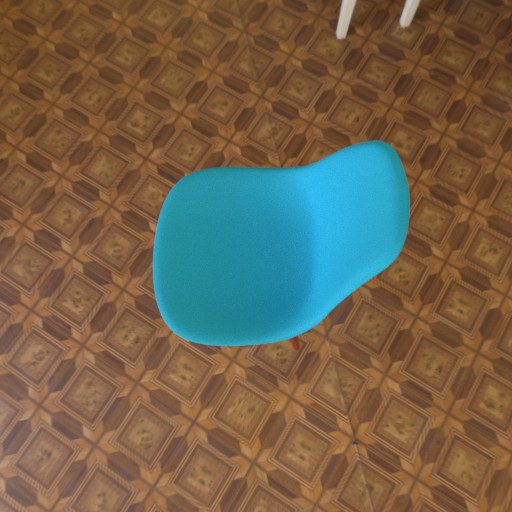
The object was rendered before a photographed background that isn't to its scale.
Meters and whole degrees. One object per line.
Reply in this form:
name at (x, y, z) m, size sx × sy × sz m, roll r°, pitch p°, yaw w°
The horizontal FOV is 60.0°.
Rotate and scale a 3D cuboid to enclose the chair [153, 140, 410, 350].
chair at (0.000, 0.000, 1.168) m, size 0.533 × 0.826 × 0.470 m, roll 0°, pitch 75°, yaw 0°
